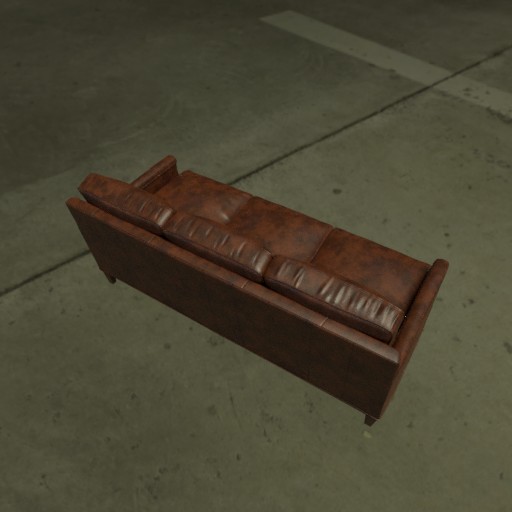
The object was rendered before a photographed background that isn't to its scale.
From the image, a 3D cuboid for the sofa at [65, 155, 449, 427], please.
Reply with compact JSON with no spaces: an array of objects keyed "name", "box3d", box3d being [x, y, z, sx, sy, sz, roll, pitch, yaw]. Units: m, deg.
[{"name":"sofa","box3d":[0.000,0.000,2.924,2.240,1.003,1.084,24,50,22]}]
